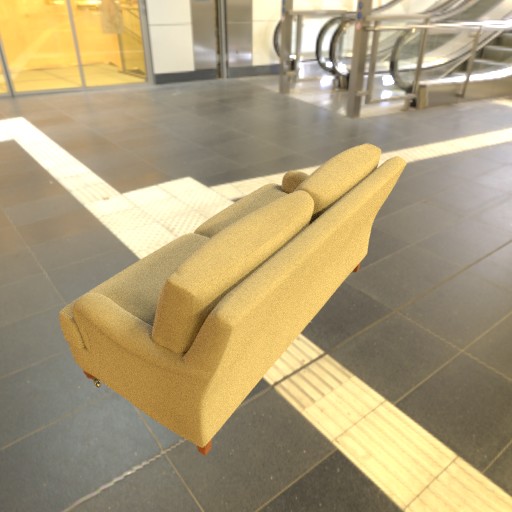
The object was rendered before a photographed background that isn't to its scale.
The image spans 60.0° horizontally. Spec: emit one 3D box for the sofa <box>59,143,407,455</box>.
[{"bbox_3d":[0.000,0.000,2.649,1.091,0.997,2.070,18,36,28],"label":"sofa"}]
